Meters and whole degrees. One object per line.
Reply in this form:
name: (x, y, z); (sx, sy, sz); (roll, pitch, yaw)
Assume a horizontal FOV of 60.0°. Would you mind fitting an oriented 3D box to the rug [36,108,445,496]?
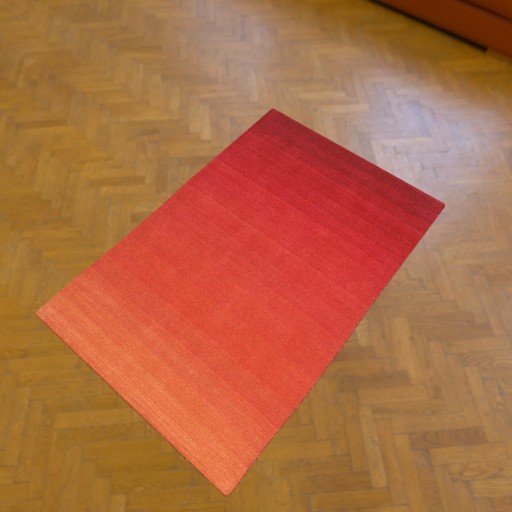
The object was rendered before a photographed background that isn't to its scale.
rug: (0.000, 0.000, 2.276); (1.230, 0.018, 1.835); (35, 65, 19)
